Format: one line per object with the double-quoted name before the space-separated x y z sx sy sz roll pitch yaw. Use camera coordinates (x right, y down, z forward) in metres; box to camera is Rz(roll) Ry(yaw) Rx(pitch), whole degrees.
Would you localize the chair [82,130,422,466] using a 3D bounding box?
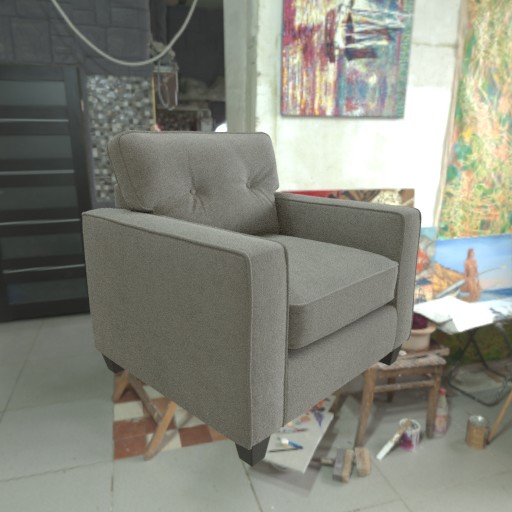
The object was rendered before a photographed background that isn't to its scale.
"chair" 0.000 0.000 1.768 0.939 0.965 1.015 14 20 42
